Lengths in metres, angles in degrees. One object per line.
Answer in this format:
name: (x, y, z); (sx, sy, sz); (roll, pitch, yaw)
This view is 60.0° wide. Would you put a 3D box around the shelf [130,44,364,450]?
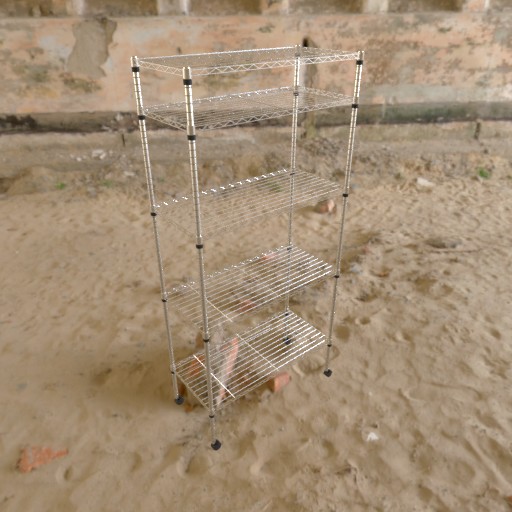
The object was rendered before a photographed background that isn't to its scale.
shelf: (0.000, 0.000, 1.901); (0.762, 1.587, 0.356); (-22, 36, -33)
